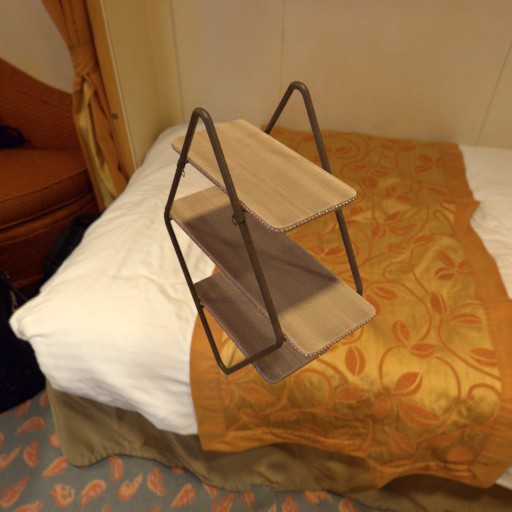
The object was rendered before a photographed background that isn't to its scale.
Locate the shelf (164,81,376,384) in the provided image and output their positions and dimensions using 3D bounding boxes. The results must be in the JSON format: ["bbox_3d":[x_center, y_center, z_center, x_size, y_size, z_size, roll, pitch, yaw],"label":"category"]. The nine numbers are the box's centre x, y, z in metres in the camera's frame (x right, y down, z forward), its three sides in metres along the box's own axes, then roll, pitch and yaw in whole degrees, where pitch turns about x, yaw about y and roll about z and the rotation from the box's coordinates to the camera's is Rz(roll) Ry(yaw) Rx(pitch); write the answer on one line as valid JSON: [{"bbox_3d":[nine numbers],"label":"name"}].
[{"bbox_3d":[0.000,0.000,1.060,0.234,0.774,0.609,-25,47,-26],"label":"shelf"}]
